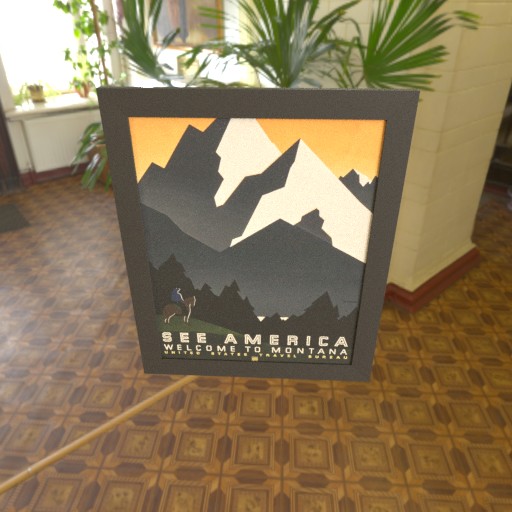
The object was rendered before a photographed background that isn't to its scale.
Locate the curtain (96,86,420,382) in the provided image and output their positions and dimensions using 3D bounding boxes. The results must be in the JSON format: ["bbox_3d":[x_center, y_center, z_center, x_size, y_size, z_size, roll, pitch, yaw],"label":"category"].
[{"bbox_3d":[0.000,0.000,0.816,0.483,0.585,0.027,1,30,2],"label":"curtain"}]
